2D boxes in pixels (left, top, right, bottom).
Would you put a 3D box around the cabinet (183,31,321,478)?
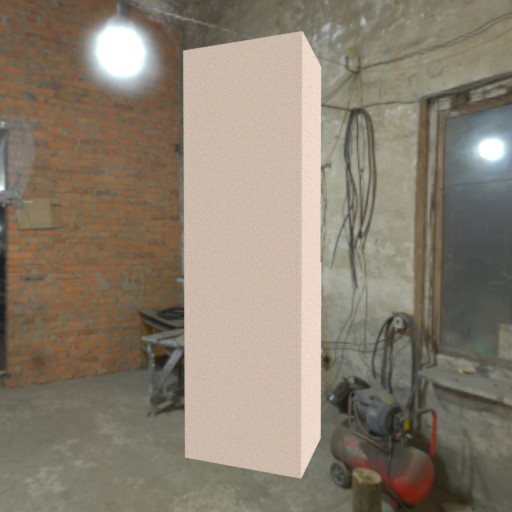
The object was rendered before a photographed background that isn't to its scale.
[{"bbox_3d":[0.000,0.000,1.544,0.400,1.350,0.300,1,2,20],"label":"cabinet"}]
